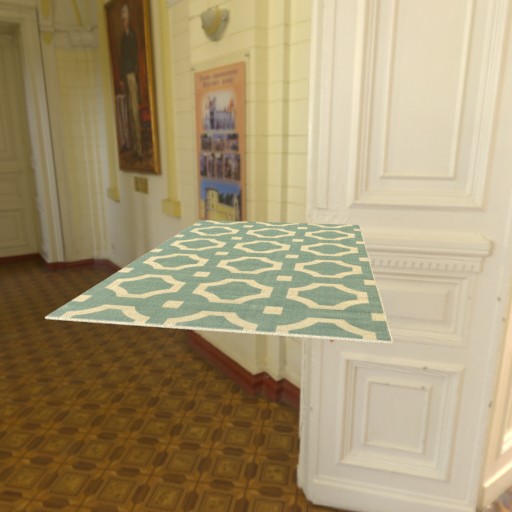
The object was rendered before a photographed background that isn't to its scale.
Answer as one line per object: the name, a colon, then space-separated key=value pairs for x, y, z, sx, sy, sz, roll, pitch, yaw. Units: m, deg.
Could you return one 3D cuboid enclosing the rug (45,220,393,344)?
rug: x=0.000 y=0.000 z=3.047 sx=1.528 sy=0.015 sz=2.443 roll=3 pitch=15 yaw=9
